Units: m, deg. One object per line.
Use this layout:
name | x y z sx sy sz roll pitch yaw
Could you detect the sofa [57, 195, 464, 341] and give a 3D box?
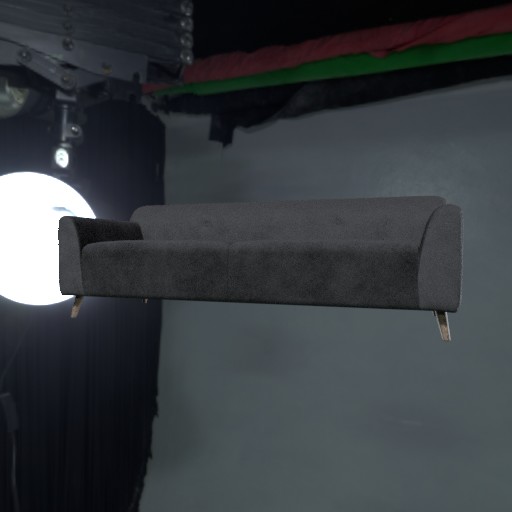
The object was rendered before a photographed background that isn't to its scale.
sofa | 0.000 0.000 2.677 2.190 0.740 0.900 0 1 19
